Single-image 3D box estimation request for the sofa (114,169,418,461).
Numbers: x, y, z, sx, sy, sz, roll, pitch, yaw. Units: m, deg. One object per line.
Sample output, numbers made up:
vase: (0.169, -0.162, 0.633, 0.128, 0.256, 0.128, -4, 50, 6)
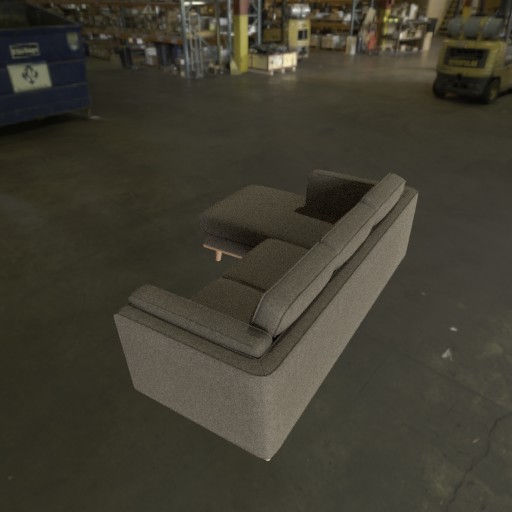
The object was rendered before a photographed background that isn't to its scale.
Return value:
sofa: (0.000, 0.000, 3.134, 1.604, 0.929, 2.411, 17, 35, 27)
